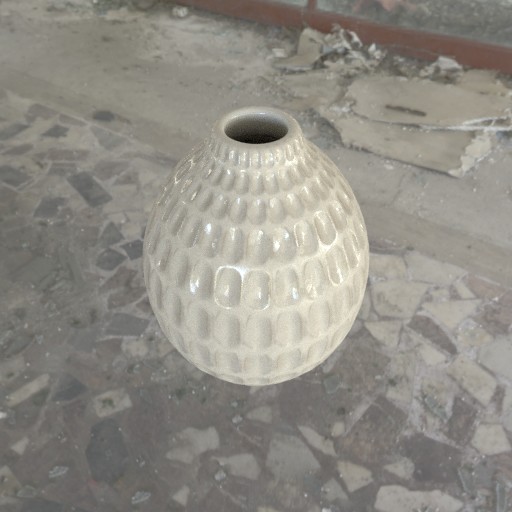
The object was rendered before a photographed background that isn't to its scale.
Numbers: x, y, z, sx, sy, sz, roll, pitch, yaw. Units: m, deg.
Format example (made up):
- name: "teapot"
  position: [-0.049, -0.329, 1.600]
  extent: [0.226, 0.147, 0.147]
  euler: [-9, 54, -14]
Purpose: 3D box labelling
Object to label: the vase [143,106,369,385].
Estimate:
- name: "vase"
  position: [0.000, 0.000, 0.256]
  extent: [0.128, 0.167, 0.128]
  euler: [0, 46, 0]
